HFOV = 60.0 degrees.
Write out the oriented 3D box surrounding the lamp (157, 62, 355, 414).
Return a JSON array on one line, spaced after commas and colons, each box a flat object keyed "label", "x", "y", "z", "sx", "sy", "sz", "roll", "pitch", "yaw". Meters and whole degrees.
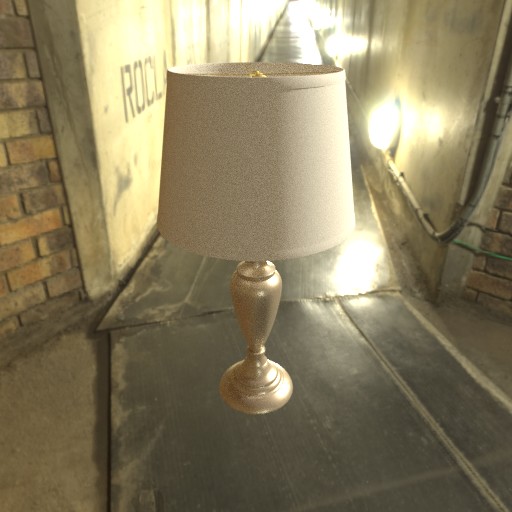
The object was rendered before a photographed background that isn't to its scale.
[{"label": "lamp", "x": 0.000, "y": 0.000, "z": 0.783, "sx": 0.328, "sy": 0.612, "sz": 0.328, "roll": 0, "pitch": 27, "yaw": 0}]
